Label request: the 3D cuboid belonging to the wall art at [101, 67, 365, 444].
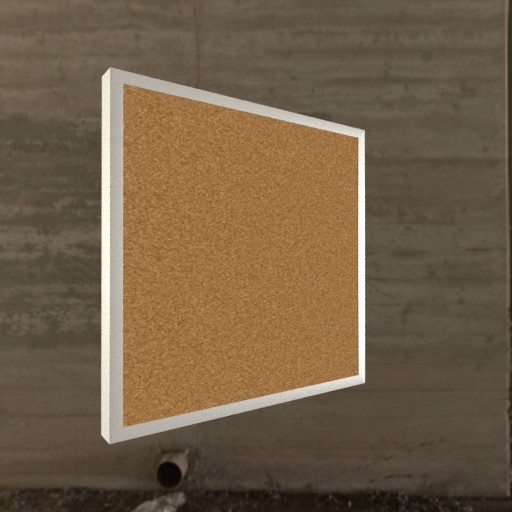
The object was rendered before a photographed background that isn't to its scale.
[{"bbox_3d":[0.000,0.000,0.756,0.506,0.505,0.038,0,0,-35],"label":"wall art"}]
